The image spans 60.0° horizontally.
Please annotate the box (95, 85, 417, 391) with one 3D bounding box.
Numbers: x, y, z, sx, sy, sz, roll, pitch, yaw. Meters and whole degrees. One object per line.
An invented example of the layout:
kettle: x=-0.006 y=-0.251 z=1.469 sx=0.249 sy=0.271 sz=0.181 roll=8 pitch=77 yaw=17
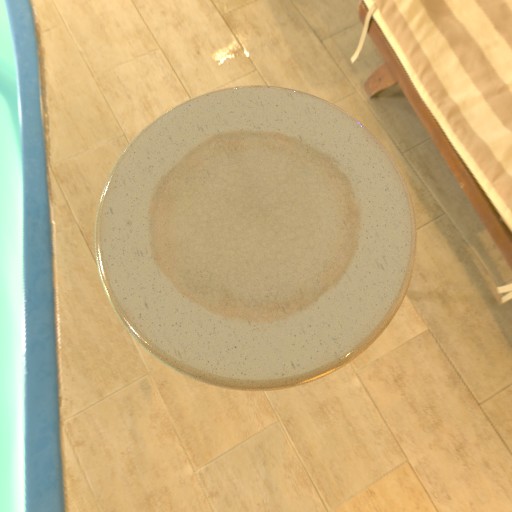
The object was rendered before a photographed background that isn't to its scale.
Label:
box: x=0.000 y=0.000 z=0.266 sx=0.154 sy=0.123 sz=0.154 roll=0 pitch=74 yaw=0
